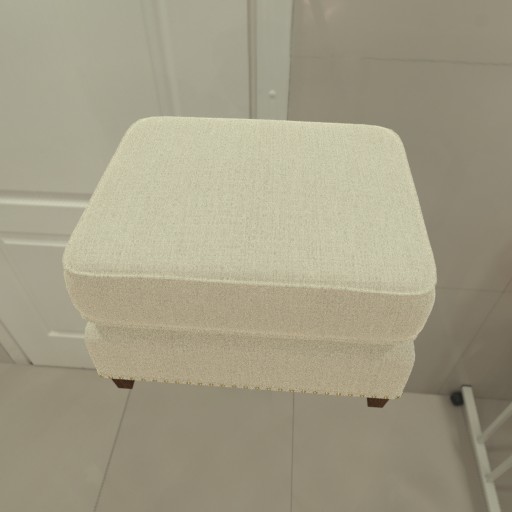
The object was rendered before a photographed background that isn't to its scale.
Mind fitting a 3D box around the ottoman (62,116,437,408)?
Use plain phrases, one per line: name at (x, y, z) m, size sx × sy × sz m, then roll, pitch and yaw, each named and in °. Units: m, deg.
ottoman at (0.000, 0.000, 1.132) m, size 0.738 × 0.537 × 0.589 m, roll 3°, pitch 47°, yaw 3°
